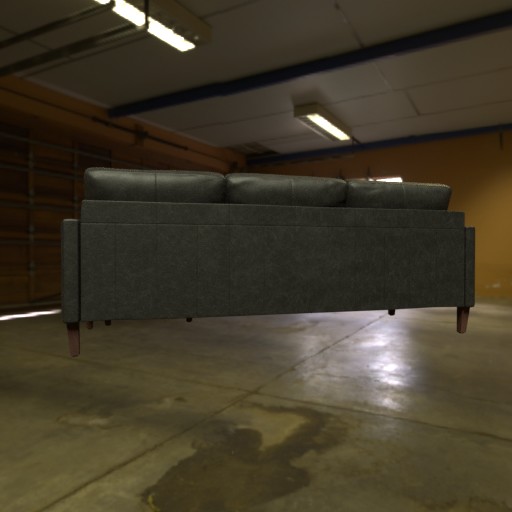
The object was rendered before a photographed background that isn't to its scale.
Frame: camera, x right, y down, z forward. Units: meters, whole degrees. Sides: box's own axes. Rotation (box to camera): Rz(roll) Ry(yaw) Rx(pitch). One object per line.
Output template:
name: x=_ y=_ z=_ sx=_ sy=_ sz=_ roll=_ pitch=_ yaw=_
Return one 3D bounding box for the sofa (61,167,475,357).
sofa: x=0.000 y=0.000 z=2.922 sx=2.178 sy=0.876 sz=1.497 roll=0 pitch=1 yaw=-16
